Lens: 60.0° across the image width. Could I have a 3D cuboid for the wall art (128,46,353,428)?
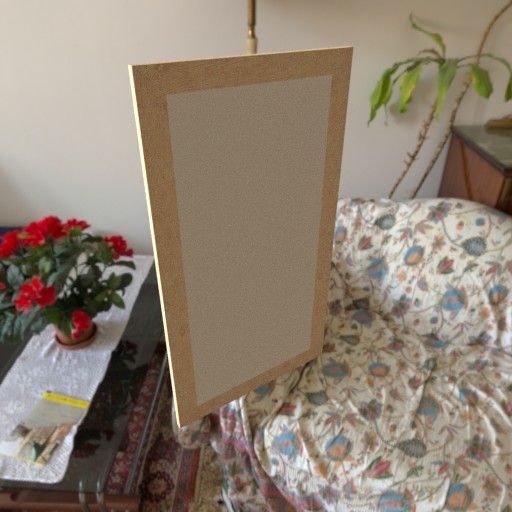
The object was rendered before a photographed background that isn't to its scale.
[{"bbox_3d":[0.000,0.000,0.820,0.381,0.683,0.013,-19,36,-29],"label":"wall art"}]
